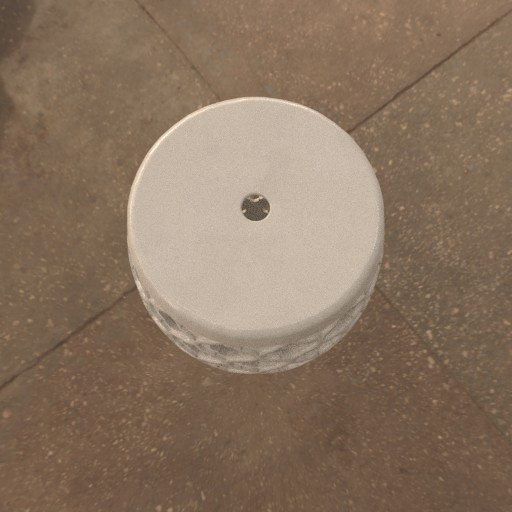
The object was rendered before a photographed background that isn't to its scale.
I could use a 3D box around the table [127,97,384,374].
[{"bbox_3d":[0.000,0.000,0.632,0.325,0.388,0.325,0,75,0],"label":"table"}]
